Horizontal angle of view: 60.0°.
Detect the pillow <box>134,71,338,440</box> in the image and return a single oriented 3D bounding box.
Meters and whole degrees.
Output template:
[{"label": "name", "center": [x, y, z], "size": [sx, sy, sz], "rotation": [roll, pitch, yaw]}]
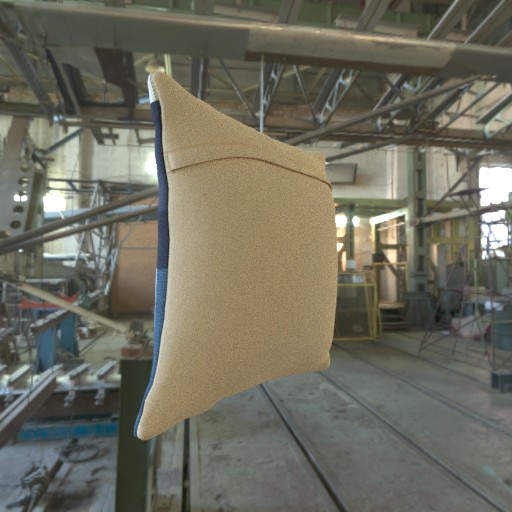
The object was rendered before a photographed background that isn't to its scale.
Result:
[{"label": "pillow", "center": [0.000, 0.000, 0.808], "size": [0.229, 0.506, 0.536], "rotation": [-1, -2, 36]}]
